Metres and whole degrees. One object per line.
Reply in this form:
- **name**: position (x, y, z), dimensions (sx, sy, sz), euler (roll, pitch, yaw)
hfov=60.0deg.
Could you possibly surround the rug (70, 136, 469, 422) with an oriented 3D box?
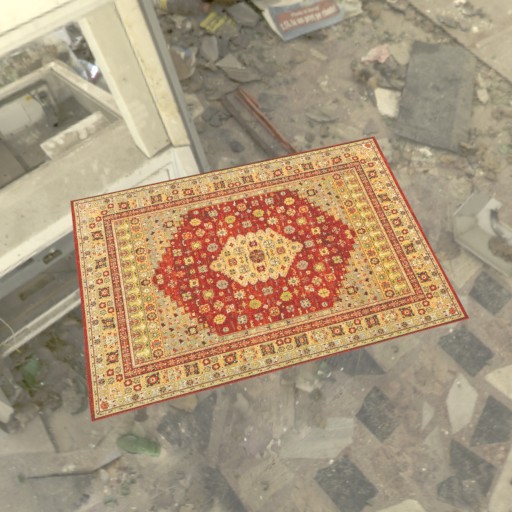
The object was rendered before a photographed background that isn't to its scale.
- **rug**: position (0.000, 0.000, 2.291), dimensions (1.802, 0.013, 1.194), euler (-13, 63, -7)
